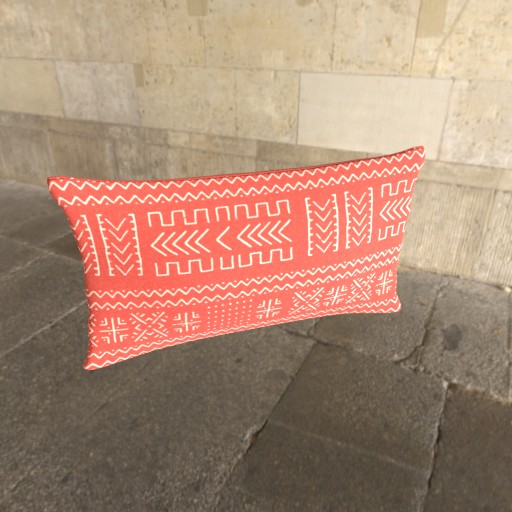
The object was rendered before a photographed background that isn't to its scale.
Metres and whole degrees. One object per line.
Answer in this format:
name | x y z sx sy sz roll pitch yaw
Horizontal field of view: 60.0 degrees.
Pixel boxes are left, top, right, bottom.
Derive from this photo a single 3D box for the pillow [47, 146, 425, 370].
pillow | 0.000 0.000 0.794 0.640 0.352 0.130 -8 29 -15
